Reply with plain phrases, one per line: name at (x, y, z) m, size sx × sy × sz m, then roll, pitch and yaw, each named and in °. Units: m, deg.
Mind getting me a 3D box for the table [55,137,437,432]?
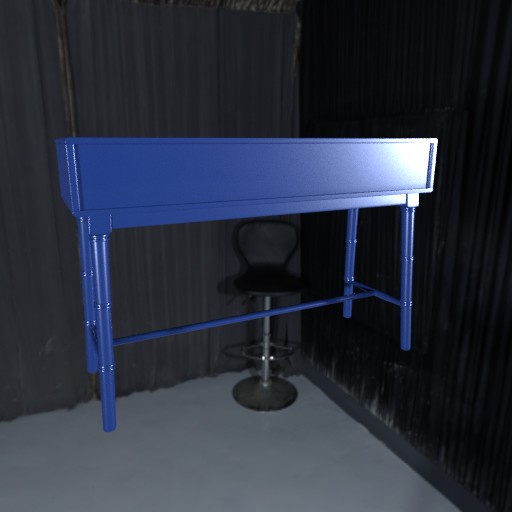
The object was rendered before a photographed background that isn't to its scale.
table at (0.000, 0.000, 1.459) m, size 1.118 × 0.749 × 0.399 m, roll -7°, pitch 16°, yaw -26°
